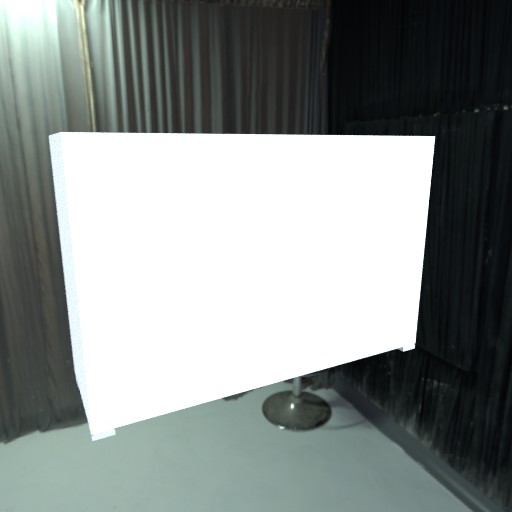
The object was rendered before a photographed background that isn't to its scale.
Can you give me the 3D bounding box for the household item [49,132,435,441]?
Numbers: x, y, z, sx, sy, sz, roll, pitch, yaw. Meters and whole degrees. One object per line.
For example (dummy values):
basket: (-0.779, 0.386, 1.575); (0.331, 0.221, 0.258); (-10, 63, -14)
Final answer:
household item: (0.000, 0.000, 1.659); (1.300, 0.867, 0.420); (-7, 16, -27)
